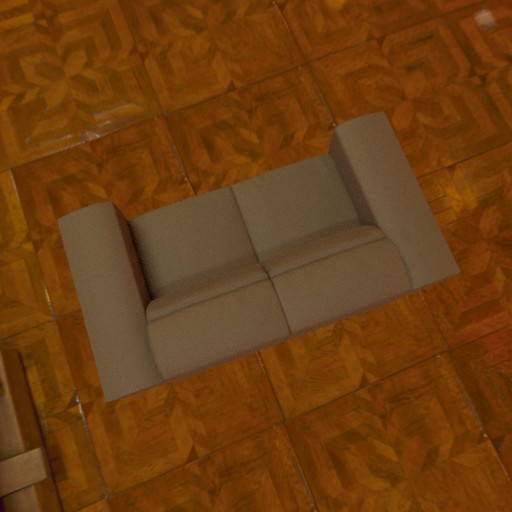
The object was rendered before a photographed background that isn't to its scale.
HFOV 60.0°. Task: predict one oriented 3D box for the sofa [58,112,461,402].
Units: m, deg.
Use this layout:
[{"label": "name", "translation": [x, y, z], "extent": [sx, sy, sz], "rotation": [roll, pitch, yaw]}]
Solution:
[{"label": "sofa", "translation": [0.000, 0.000, 2.511], "extent": [1.895, 0.779, 1.003], "rotation": [-19, 77, -5]}]
